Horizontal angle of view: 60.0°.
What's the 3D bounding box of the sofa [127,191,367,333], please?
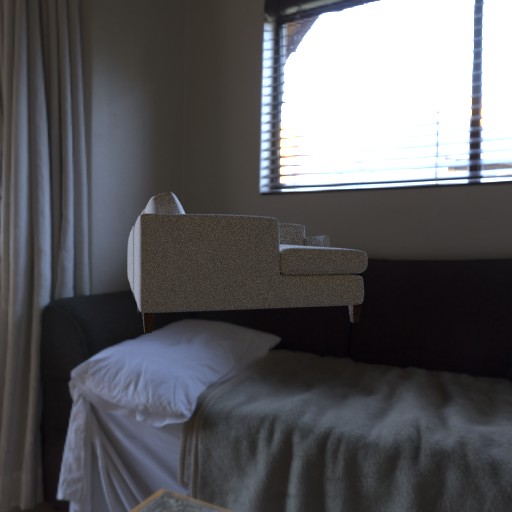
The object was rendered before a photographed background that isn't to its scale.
[{"bbox_3d":[0.000,0.000,4.741,2.593,0.956,3.459,0,0,-17],"label":"sofa"}]
